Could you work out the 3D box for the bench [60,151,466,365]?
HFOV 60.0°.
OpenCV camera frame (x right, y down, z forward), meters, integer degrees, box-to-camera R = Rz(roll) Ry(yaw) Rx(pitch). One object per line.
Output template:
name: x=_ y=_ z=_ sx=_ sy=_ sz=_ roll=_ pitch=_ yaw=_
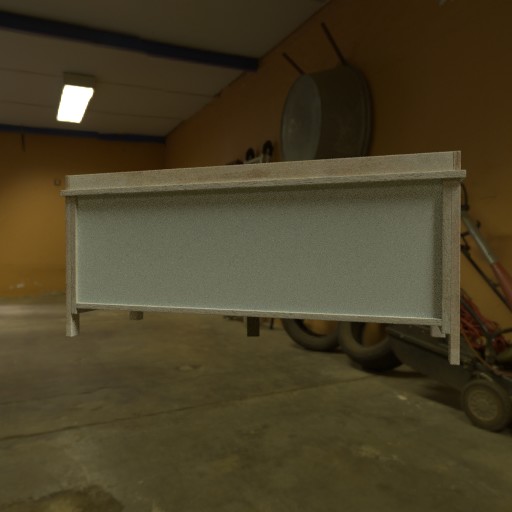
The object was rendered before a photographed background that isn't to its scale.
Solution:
bench: x=0.000 y=0.000 z=1.384 sx=1.140 sy=0.501 sz=0.398 roll=0 pitch=1 yaw=18
